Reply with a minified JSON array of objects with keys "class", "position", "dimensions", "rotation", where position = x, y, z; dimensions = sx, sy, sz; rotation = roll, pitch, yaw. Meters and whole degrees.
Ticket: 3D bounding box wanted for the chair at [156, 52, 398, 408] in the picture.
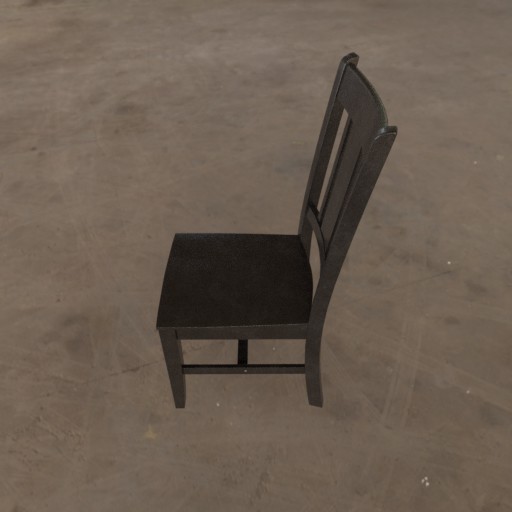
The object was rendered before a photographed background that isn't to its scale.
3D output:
[{"class":"chair","position":[0.000,0.000,1.298],"dimensions":[0.555,0.998,0.450],"rotation":[0,42,0]}]
